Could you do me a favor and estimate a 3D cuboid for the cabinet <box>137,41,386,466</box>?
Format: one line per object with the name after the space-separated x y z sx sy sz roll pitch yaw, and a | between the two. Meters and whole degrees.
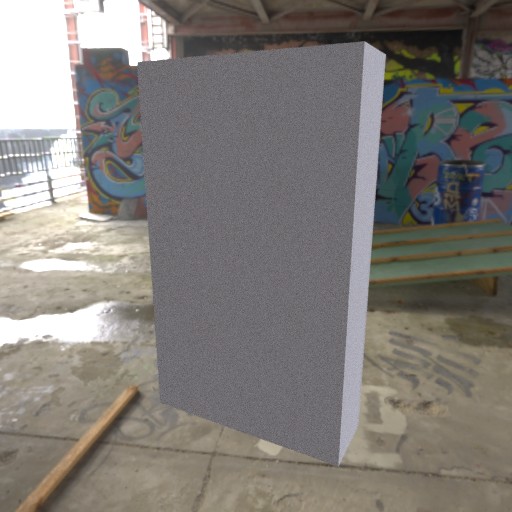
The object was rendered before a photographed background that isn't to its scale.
0.000 0.000 1.559 0.750 1.280 0.250 8 18 27 | cabinet
